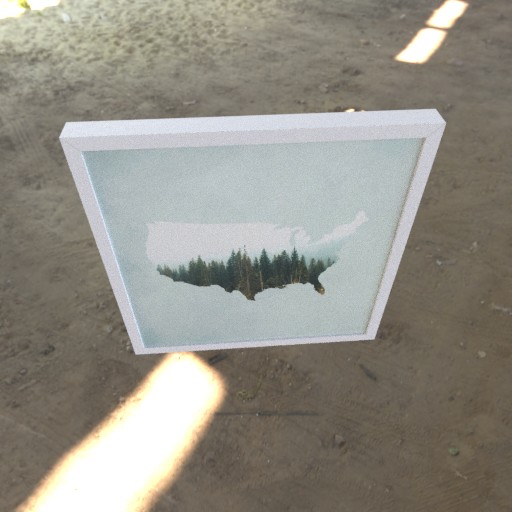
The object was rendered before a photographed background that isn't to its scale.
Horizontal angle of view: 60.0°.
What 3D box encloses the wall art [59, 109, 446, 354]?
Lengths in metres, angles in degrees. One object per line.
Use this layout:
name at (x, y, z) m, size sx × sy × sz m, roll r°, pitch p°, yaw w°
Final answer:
wall art at (0.000, 0.000, 0.464) m, size 0.304 × 0.304 × 0.024 m, roll -3°, pitch 45°, yaw -3°
